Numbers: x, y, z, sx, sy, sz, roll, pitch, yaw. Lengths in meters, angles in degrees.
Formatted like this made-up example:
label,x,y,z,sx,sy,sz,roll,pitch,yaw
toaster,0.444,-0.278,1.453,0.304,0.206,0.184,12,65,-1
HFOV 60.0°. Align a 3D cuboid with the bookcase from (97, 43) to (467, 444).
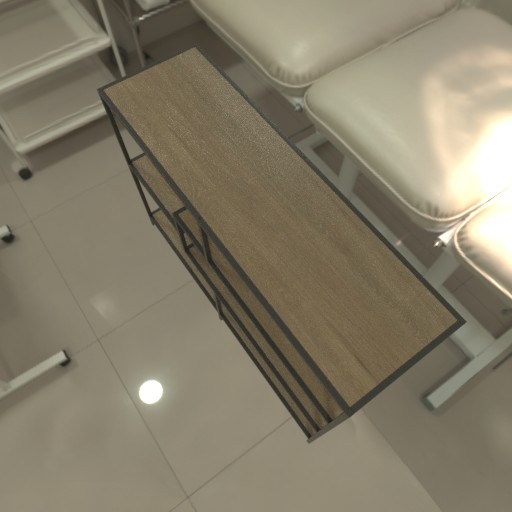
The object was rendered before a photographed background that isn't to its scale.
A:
label,x,y,z,sx,sy,sz,roll,pitch,yaw
bookcase,0.000,0.000,1.506,0.350,0.780,1.140,-33,68,-15
